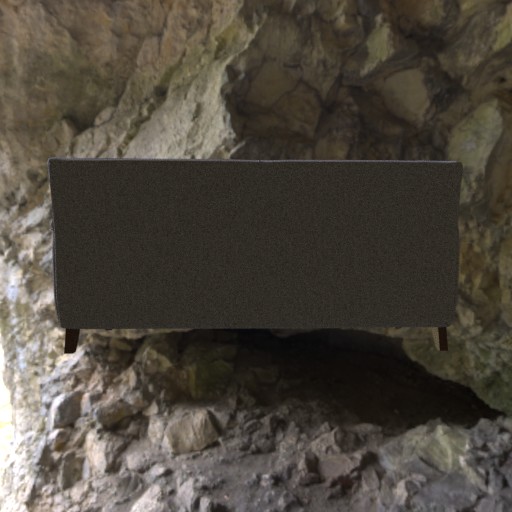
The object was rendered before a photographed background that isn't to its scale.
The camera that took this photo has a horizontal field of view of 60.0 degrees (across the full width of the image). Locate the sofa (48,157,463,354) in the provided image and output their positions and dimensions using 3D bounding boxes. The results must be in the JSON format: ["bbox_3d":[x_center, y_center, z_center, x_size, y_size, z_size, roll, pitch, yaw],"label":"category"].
[{"bbox_3d":[0.000,0.000,2.511,2.026,0.942,0.854,0,1,-2],"label":"sofa"}]
